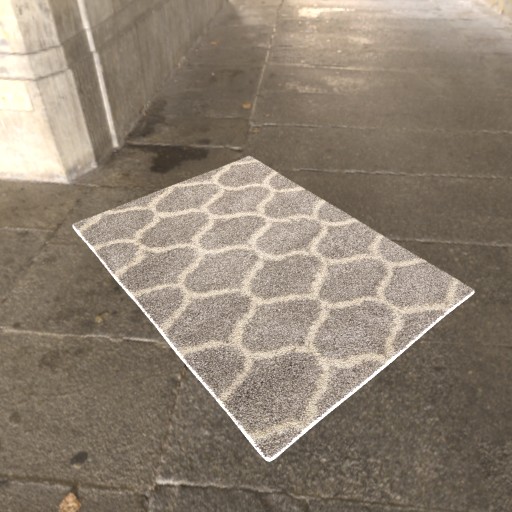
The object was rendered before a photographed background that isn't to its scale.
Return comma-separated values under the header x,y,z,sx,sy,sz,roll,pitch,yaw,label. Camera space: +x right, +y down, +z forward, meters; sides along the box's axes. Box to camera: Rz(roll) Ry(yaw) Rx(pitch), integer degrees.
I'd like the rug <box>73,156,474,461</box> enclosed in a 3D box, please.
x,y,z,sx,sy,sz,roll,pitch,yaw,label
0.000,0.000,2.142,1.200,0.025,1.600,-28,48,-29,rug
